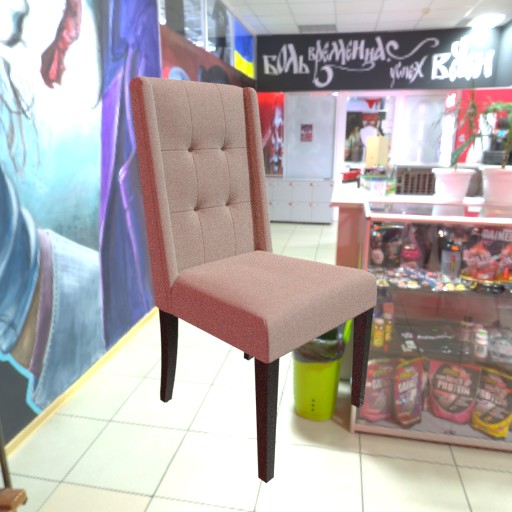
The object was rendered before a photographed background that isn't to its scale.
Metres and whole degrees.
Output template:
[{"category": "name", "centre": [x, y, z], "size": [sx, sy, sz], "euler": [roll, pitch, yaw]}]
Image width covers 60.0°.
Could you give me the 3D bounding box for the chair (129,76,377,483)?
[{"category": "chair", "centre": [0.000, 0.000, 1.259], "size": [0.523, 0.961, 0.474], "euler": [14, 21, 42]}]
